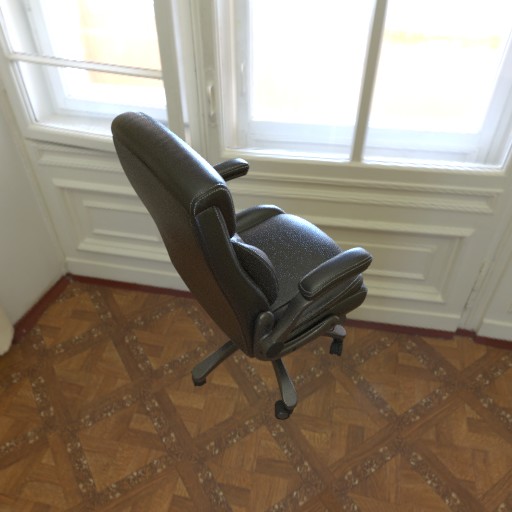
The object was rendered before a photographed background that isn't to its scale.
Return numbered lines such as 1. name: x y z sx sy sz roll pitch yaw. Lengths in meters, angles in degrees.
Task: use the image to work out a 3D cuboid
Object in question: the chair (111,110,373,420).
1. chair: 0.000 0.000 1.652 0.724 1.110 0.782 -24 46 -25
